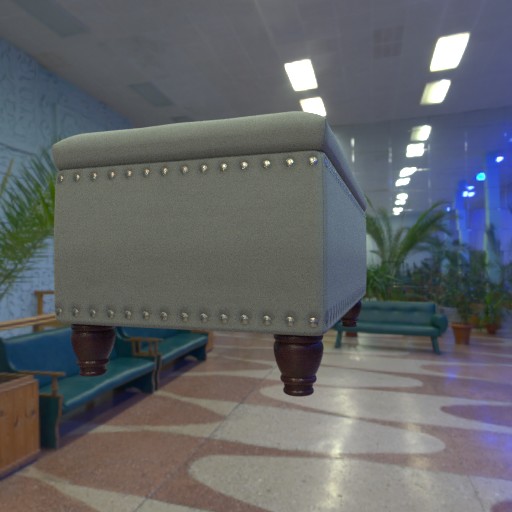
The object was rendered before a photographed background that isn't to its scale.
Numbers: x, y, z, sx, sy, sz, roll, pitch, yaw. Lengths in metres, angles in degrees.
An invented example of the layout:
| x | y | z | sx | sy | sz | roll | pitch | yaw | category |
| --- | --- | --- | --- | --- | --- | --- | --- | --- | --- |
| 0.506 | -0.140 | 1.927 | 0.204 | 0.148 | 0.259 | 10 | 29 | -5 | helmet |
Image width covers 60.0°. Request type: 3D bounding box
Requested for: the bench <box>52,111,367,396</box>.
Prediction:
| x | y | z | sx | sy | sz | roll | pitch | yaw | category |
| --- | --- | --- | --- | --- | --- | --- | --- | --- | --- |
| 0.000 | 0.000 | 1.141 | 0.500 | 0.449 | 0.887 | 0 | -1 | 18 | bench |
